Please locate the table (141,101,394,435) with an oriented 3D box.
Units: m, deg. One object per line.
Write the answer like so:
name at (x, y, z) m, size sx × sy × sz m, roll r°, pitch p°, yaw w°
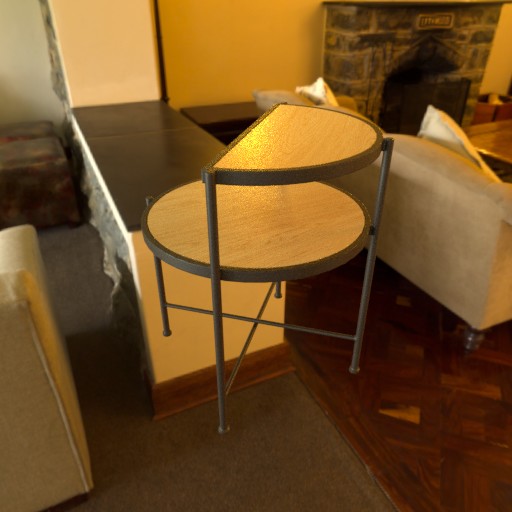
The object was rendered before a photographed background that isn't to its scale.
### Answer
table at (0.000, 0.000, 1.198) m, size 0.628 × 0.684 × 0.629 m, roll 8°, pitch 32°, yaw 13°
